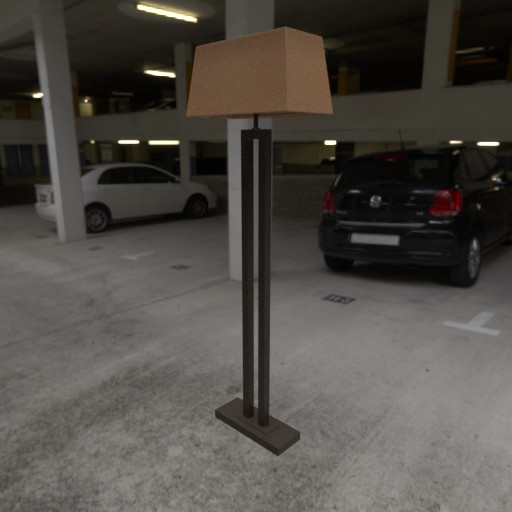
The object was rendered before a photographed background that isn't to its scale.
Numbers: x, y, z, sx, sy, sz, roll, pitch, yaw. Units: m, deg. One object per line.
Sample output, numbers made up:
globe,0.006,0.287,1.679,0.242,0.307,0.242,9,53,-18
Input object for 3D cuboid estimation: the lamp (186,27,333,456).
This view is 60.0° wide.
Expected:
lamp,0.000,0.000,1.648,0.475,1.469,0.233,14,20,42
